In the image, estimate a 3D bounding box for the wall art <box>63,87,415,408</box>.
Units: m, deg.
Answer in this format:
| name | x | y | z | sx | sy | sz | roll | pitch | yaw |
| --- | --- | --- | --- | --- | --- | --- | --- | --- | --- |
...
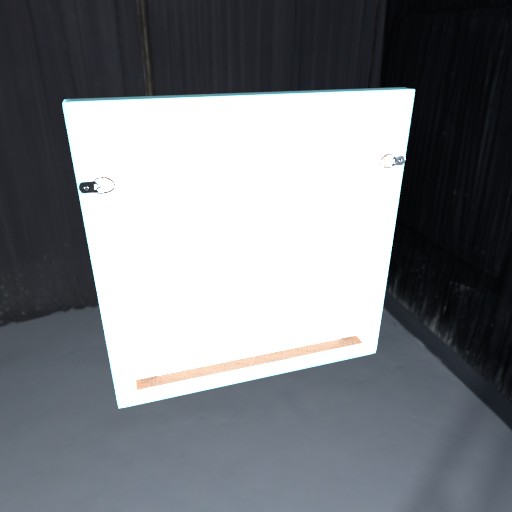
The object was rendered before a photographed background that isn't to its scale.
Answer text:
| name | x | y | z | sx | sy | sz | roll | pitch | yaw |
| --- | --- | --- | --- | --- | --- | --- | --- | --- | --- |
| wall art | 0.000 | 0.000 | 1.552 | 1.071 | 1.073 | 0.070 | -8 | 27 | -16 |
